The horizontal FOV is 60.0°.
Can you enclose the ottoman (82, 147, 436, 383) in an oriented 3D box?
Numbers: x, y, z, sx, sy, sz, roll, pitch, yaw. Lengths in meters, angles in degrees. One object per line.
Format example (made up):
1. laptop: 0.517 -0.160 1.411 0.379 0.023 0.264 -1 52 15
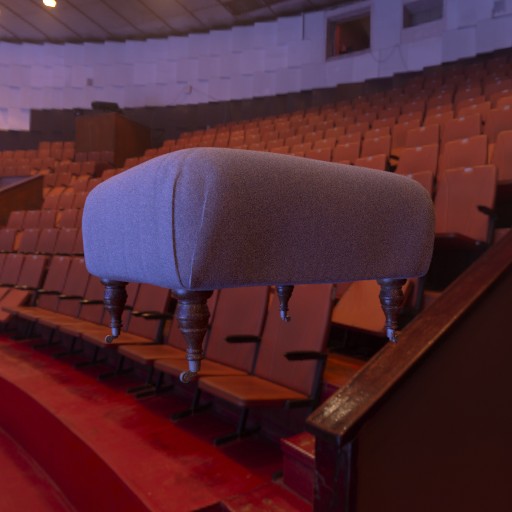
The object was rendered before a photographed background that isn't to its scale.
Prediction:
1. ottoman: 0.000 0.000 1.142 0.747 0.450 0.622 0 0 -36
